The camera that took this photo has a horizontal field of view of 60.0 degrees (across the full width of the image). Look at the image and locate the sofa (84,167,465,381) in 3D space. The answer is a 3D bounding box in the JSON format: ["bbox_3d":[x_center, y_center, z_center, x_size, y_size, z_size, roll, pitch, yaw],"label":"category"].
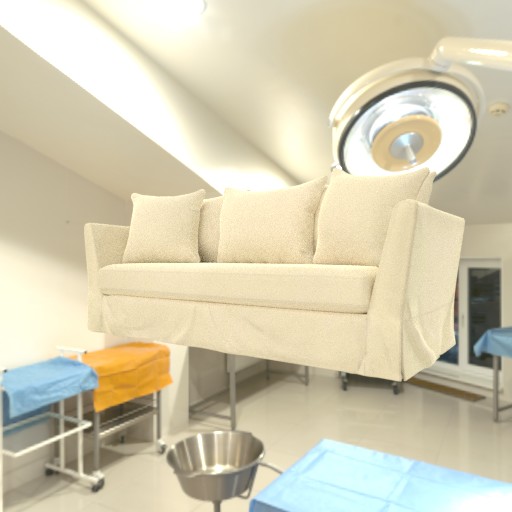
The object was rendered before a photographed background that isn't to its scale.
[{"bbox_3d":[0.000,0.000,2.838,2.290,1.034,1.031,0,0,36],"label":"sofa"}]
